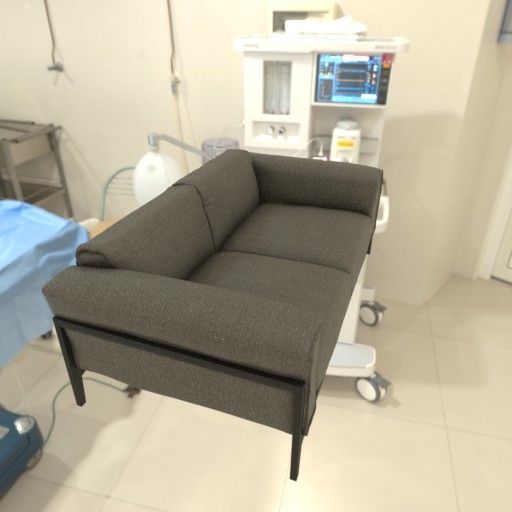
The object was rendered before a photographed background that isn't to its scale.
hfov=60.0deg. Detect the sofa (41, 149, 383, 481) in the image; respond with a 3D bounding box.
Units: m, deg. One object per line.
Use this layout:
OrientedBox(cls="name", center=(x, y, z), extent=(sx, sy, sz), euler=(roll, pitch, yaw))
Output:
OrientedBox(cls="sofa", center=(0.000, 0.000, 2.133), extent=(0.960, 0.656, 1.690), euler=(11, 31, 18))
